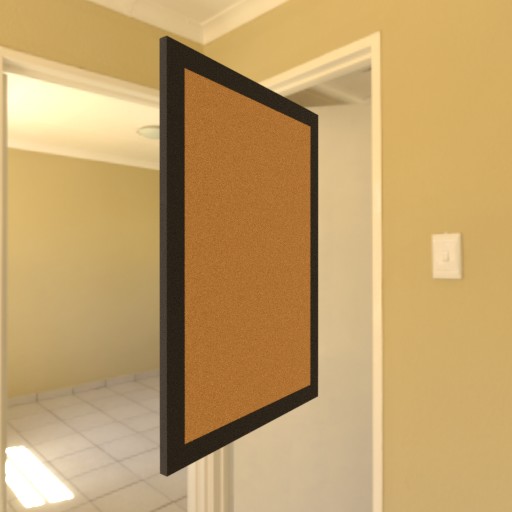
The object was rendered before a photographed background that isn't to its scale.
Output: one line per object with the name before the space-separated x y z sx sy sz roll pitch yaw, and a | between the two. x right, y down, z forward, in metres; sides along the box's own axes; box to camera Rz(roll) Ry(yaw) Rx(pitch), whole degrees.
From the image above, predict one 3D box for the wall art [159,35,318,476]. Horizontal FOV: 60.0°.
wall art | 0.000 0.000 0.692 0.013 0.534 0.380 0 0 37
